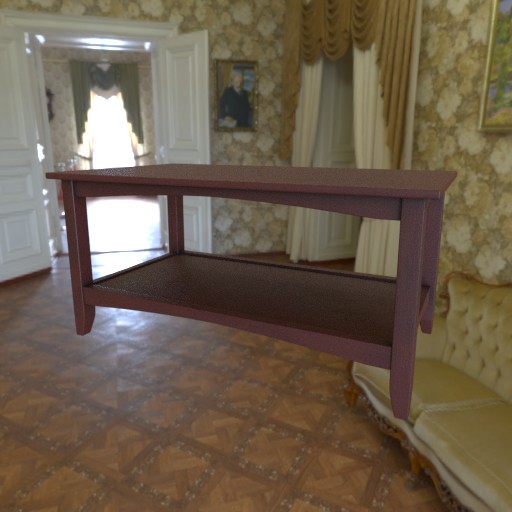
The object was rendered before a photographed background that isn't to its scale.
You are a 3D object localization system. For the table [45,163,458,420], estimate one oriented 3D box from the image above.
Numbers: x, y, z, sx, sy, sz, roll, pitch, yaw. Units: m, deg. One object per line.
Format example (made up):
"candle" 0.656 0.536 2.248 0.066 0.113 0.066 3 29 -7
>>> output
"table" 0.000 0.000 1.218 0.943 0.456 0.533 7 16 26
